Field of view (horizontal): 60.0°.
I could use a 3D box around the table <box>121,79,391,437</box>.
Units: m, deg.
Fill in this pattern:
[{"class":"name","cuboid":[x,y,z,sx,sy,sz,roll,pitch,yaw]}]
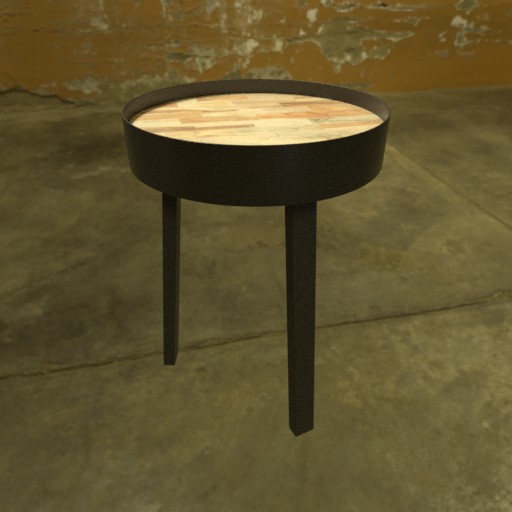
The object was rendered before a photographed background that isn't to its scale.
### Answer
[{"class":"table","cuboid":[0.000,0.000,0.839,0.406,0.559,0.406,0,32,0]}]
